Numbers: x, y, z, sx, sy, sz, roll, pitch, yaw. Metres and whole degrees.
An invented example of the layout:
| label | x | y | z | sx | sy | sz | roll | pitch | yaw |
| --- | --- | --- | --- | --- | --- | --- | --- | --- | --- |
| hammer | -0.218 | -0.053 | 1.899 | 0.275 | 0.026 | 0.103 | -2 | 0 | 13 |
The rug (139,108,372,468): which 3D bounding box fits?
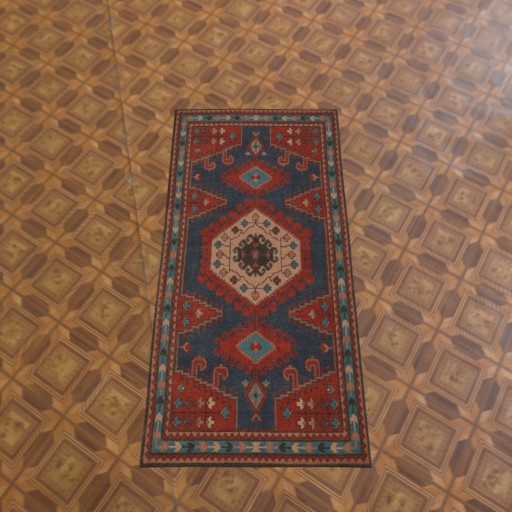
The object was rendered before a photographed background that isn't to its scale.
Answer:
| label | x | y | z | sx | sy | sz | roll | pitch | yaw |
| --- | --- | --- | --- | --- | --- | --- | --- | --- | --- |
| rug | 0.000 | 0.000 | 3.515 | 1.522 | 0.034 | 3.032 | 0 | 65 | 0 |
